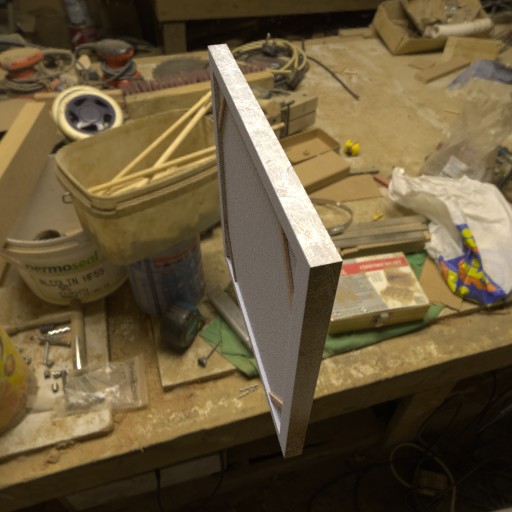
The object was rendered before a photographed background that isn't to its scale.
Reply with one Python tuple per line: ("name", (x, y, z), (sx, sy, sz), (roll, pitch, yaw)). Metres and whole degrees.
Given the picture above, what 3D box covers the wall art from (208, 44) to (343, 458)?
("wall art", (0.000, 0.000, 0.912), (0.038, 0.610, 0.610), (-11, 48, -10))
